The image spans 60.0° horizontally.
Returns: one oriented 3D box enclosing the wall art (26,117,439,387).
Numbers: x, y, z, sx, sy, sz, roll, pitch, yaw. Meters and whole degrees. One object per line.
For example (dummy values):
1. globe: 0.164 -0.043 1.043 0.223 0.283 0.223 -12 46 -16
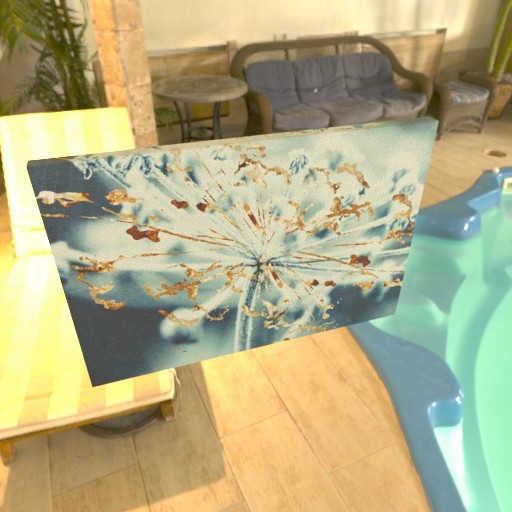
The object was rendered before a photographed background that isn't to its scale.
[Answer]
1. wall art: 0.000 0.000 1.124 0.912 0.608 0.038 -10 35 -15
